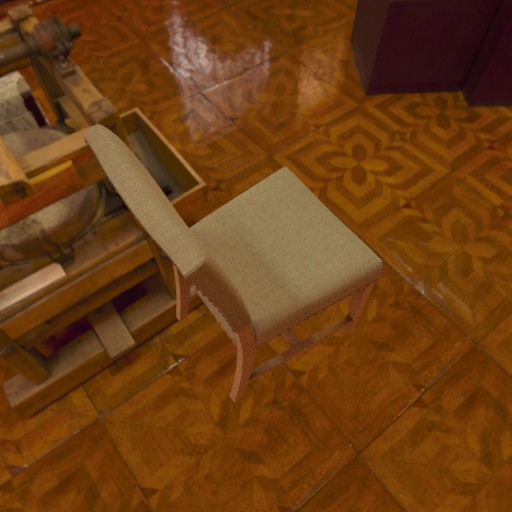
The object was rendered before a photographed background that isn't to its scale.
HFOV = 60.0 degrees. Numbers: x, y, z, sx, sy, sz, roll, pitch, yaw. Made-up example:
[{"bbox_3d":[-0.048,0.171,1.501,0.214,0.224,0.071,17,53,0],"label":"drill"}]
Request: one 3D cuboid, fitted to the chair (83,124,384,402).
[{"bbox_3d":[0.000,0.000,1.350,0.622,0.986,0.508,-31,63,-18],"label":"chair"}]
